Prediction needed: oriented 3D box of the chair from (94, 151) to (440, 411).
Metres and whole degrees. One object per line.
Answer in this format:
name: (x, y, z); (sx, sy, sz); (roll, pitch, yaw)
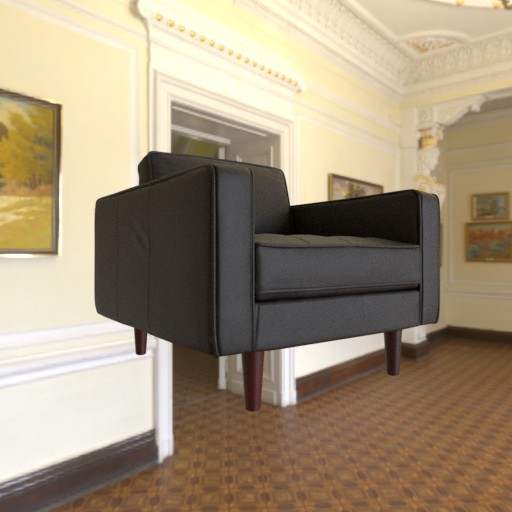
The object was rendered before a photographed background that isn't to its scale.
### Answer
chair: (0.000, 0.000, 1.561); (0.889, 0.763, 0.914); (0, 0, -36)
